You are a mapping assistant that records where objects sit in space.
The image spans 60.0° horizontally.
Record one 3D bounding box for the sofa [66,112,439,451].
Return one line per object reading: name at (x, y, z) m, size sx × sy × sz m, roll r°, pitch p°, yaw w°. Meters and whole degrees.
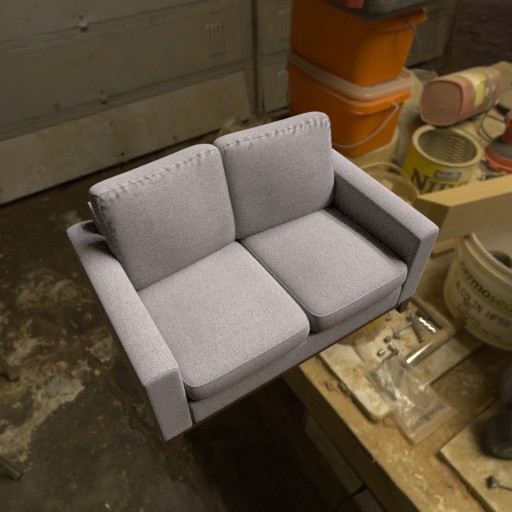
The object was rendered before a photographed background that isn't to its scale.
sofa at (0.000, 0.000, 2.059) m, size 1.420 × 0.873 × 0.917 m, roll -25°, pitch 51°, yaw -22°
